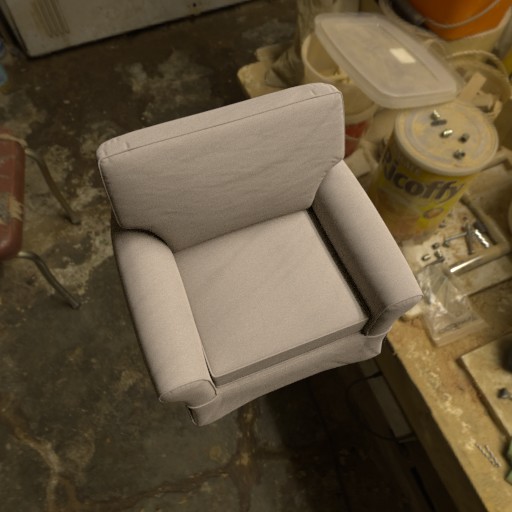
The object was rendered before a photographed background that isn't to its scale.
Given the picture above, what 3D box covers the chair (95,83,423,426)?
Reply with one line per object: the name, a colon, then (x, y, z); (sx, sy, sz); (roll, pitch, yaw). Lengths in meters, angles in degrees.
chair: (0.000, 0.000, 1.911); (1.135, 1.017, 0.988); (-19, 63, -10)
